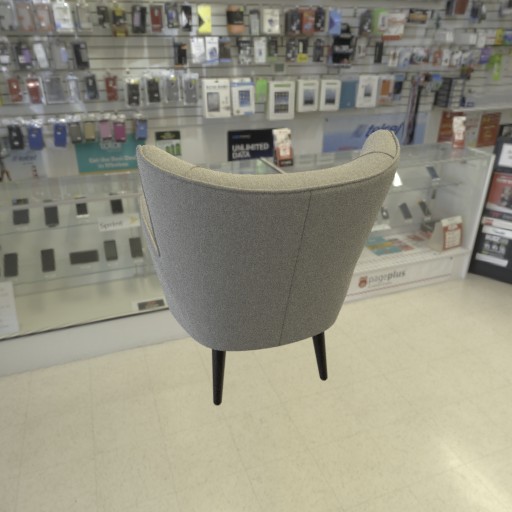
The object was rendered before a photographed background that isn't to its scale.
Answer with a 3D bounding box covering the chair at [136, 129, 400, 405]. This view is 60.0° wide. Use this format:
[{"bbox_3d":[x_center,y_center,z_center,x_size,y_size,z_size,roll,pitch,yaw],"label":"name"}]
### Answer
[{"bbox_3d":[0.000,0.000,1.631,0.781,0.933,0.888,-8,27,-16],"label":"chair"}]
